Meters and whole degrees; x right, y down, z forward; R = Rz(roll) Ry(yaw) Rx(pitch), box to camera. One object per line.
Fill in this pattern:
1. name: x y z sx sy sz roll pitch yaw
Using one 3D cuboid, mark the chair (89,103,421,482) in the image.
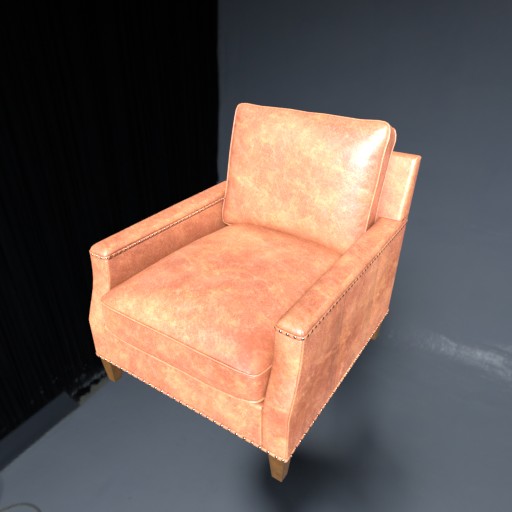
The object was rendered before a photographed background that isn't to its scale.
1. chair: 0.000 0.000 1.676 0.853 0.943 1.014 18 34 29
